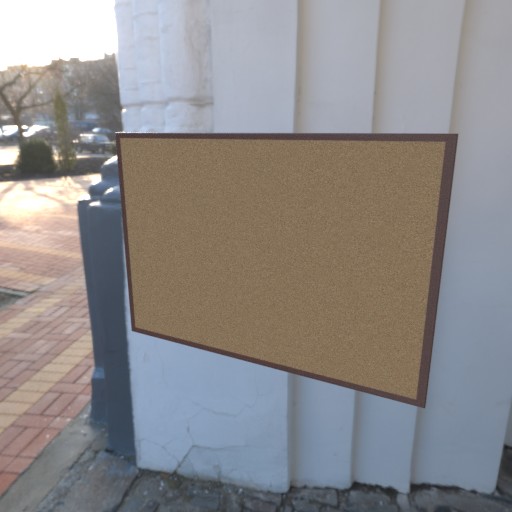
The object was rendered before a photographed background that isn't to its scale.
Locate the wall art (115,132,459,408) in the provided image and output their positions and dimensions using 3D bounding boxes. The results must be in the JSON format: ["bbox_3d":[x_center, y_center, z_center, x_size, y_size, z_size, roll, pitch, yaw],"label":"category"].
[{"bbox_3d":[0.000,0.000,0.850,0.660,0.455,0.014,8,18,26],"label":"wall art"}]
